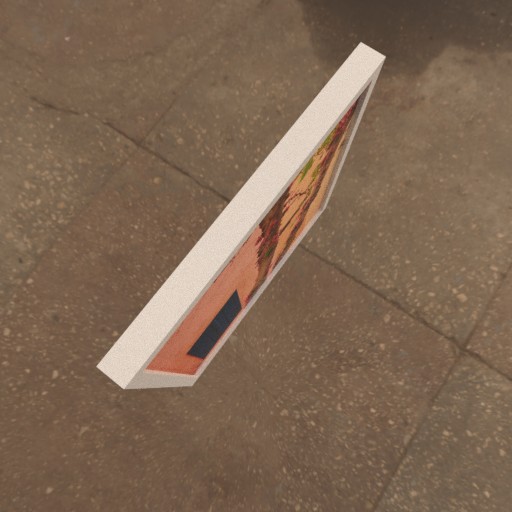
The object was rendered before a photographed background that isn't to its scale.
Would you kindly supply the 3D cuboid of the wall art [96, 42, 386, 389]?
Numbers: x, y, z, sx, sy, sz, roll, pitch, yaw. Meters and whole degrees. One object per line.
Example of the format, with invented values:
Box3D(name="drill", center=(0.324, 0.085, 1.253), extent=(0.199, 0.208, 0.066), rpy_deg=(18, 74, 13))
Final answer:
Box3D(name="wall art", center=(0.000, 0.000, 0.758), extent=(0.038, 0.508, 0.507), rpy_deg=(35, 77, 9))
